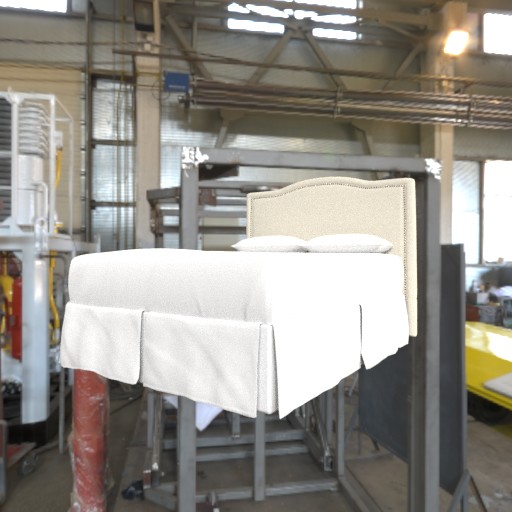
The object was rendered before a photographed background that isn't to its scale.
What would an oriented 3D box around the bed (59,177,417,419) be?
[{"bbox_3d":[0.000,0.000,3.269,1.741,1.449,2.196,0,0,35],"label":"bed"}]
